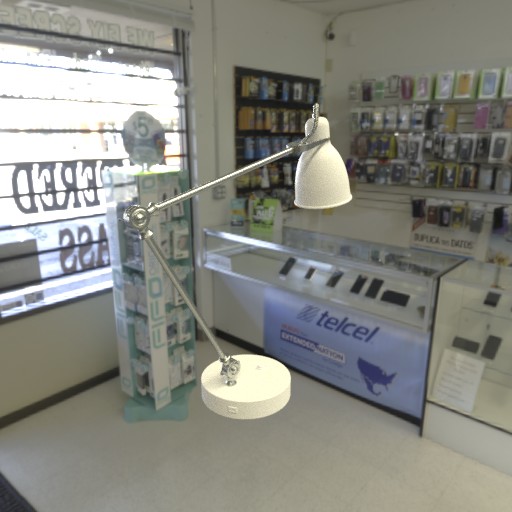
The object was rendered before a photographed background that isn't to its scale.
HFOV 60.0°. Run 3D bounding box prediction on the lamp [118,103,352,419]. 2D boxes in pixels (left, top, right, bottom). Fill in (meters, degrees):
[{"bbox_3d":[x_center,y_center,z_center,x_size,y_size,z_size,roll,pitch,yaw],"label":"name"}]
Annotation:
[{"bbox_3d":[0.000,0.000,0.881,0.187,0.587,0.561,15,21,42],"label":"lamp"}]
